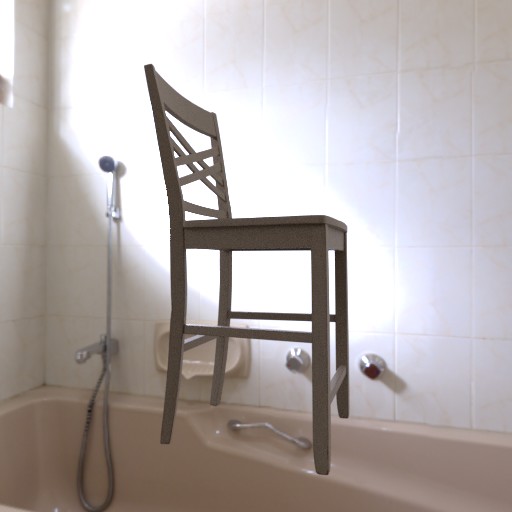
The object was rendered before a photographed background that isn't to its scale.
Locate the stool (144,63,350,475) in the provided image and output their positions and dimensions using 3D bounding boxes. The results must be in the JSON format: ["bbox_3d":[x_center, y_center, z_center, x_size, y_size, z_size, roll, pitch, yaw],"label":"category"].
[{"bbox_3d":[0.000,0.000,1.379,0.539,1.079,0.462,0,0,18],"label":"stool"}]
